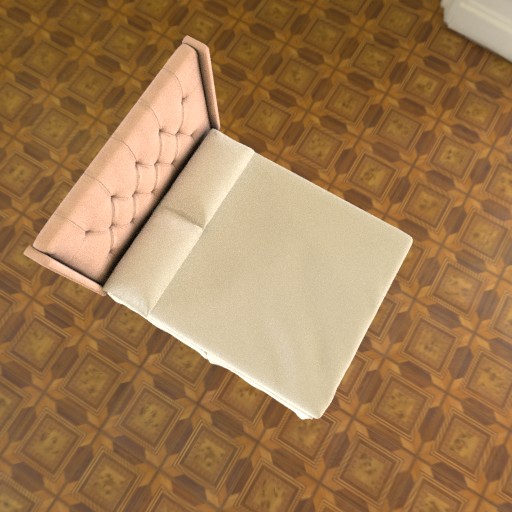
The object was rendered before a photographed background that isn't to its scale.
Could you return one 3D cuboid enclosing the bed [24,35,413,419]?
[{"bbox_3d":[0.000,0.000,3.321,2.066,1.665,1.719,30,77,7],"label":"bed"}]
